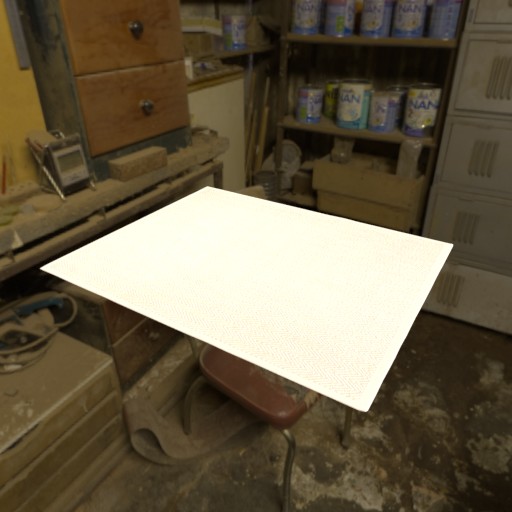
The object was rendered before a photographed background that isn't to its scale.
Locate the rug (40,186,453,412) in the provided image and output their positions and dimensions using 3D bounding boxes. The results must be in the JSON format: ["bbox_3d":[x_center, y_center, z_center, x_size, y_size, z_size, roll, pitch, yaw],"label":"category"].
[{"bbox_3d":[0.000,0.000,4.111,3.009,0.019,2.423,17,34,28],"label":"rug"}]
